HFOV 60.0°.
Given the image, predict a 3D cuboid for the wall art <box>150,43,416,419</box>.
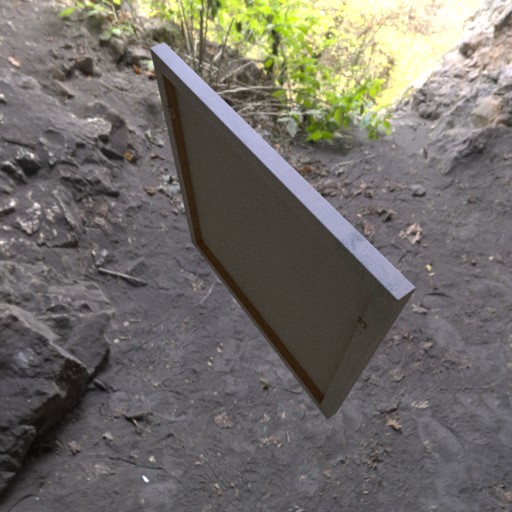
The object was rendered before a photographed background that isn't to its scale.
[{"bbox_3d":[0.000,0.000,1.135,0.041,0.762,0.762,-31,63,-18],"label":"wall art"}]
